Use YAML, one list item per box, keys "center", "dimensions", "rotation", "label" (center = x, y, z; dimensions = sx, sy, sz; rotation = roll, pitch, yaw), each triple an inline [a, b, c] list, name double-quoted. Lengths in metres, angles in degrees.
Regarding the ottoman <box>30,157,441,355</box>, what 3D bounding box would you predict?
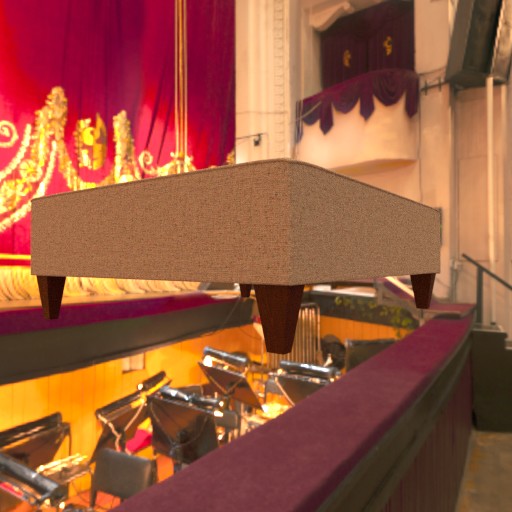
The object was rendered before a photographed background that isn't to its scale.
- center: [0.000, 0.000, 1.177]
  dimensions: [0.736, 0.303, 0.835]
  rotation: [0, -1, 36]
  label: "ottoman"
